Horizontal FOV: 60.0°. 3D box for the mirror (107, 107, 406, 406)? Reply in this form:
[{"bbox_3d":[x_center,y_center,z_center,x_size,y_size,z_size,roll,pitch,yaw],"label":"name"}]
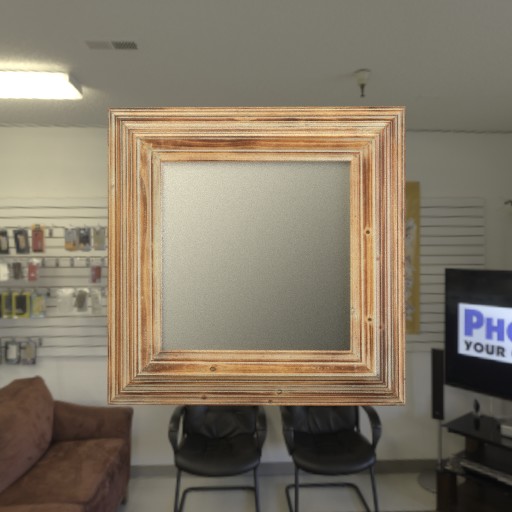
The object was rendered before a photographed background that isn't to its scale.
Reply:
[{"bbox_3d":[0.000,0.000,1.186,0.804,0.804,0.061,0,0,1],"label":"mirror"}]
